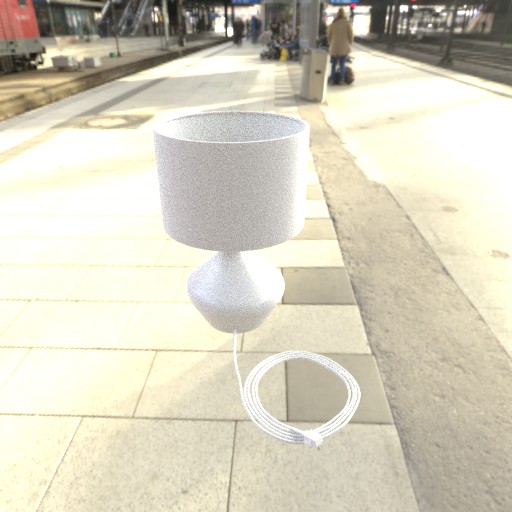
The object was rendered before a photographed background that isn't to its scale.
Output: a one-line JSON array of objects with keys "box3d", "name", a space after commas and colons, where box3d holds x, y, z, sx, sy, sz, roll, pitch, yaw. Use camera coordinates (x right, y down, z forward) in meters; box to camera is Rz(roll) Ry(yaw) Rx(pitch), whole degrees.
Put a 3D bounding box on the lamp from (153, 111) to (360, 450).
[{"box3d": [0.000, 0.000, 0.870, 0.401, 0.457, 0.546, 0, 28, 0], "name": "lamp"}]
